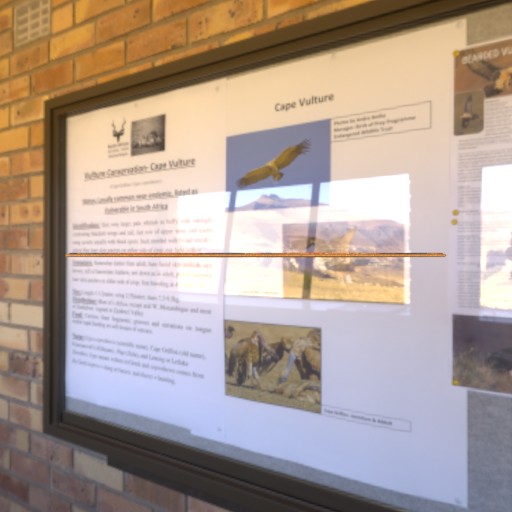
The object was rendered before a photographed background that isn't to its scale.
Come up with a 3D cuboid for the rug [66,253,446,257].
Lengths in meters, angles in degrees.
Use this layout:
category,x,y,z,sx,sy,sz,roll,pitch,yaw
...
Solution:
category,x,y,z,sx,sy,sz,roll,pitch,yaw
rug,0.000,0.000,2.209,1.148,0.013,1.758,0,0,0
